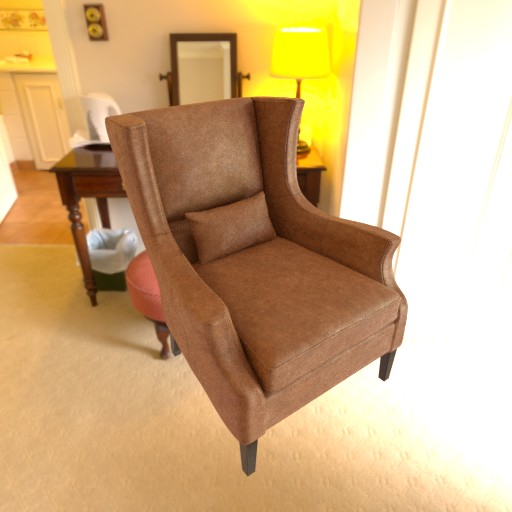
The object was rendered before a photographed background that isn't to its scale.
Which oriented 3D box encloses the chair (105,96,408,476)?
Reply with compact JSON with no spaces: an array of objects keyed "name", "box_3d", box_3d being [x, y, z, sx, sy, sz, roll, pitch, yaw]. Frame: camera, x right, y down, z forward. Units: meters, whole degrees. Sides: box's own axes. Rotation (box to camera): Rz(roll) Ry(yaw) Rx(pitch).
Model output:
[{"name":"chair","box_3d":[0.000,0.000,1.676,0.853,1.016,0.926,-21,36,-32]}]
